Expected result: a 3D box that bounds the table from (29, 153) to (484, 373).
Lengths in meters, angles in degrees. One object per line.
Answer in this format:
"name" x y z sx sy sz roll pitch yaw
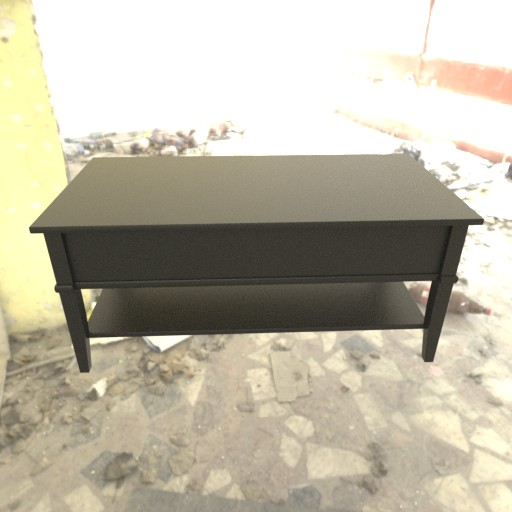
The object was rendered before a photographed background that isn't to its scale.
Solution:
"table" 0.000 0.000 1.355 1.044 0.470 0.523 -1 30 -2
